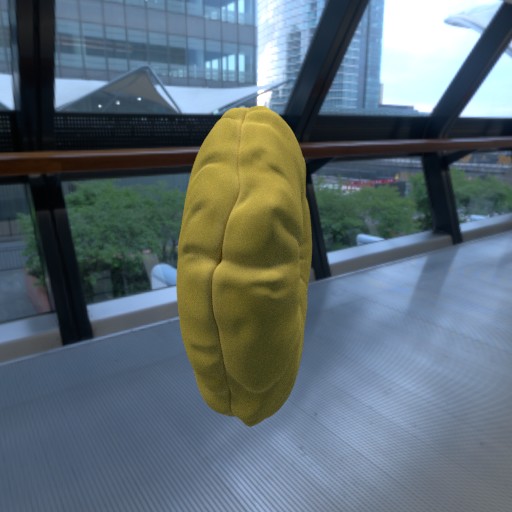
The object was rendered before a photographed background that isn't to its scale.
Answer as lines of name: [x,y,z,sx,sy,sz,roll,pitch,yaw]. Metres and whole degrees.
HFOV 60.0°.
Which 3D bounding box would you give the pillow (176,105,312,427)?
pillow: [0.000,0.000,0.633,0.148,0.407,0.428,2,15,9]
